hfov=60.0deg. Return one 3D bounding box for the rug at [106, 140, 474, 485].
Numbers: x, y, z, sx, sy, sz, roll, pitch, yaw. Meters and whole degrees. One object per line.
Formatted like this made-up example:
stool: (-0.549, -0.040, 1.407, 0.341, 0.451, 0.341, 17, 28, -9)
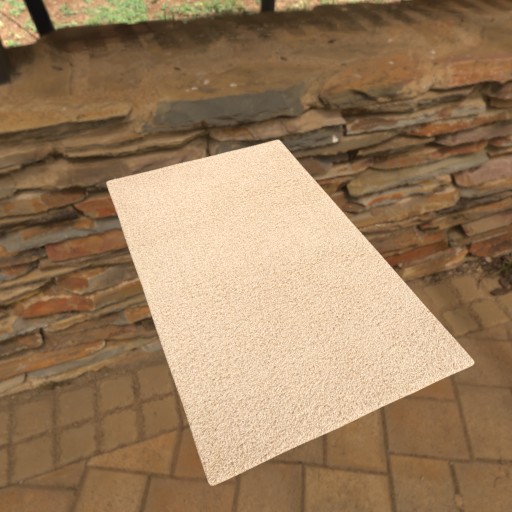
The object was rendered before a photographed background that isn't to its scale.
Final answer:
rug: (0.000, 0.000, 2.955, 1.524, 0.030, 2.438, -18, 49, -16)
